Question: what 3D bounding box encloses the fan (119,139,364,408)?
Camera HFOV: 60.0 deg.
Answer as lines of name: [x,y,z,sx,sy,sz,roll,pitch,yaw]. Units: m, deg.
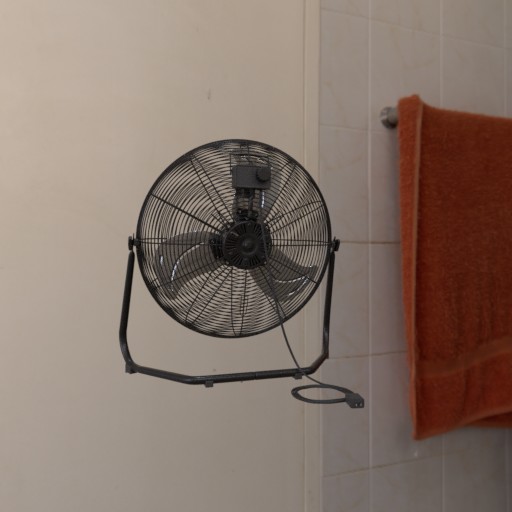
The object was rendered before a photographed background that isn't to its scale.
fan: [0.000,0.000,0.946,0.555,0.546,0.424,0,0,-18]
